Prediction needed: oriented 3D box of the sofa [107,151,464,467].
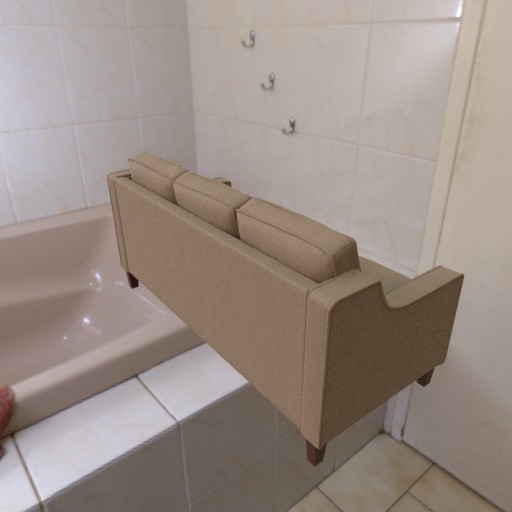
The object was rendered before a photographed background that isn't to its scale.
[{"bbox_3d":[0.000,0.000,2.543,0.911,0.974,1.986,-19,31,-33],"label":"sofa"}]
